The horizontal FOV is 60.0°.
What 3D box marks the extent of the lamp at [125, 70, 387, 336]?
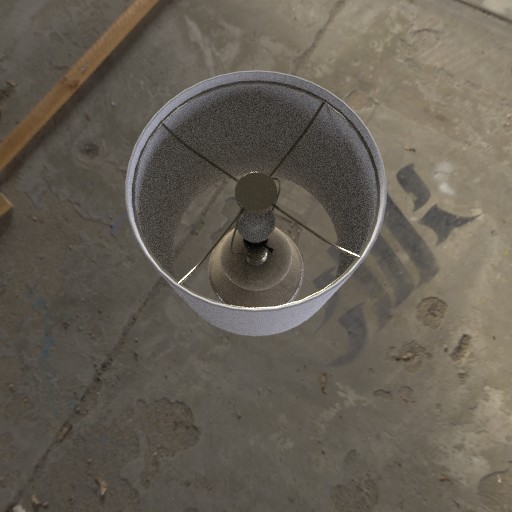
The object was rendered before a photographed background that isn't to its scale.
[{"bbox_3d":[0.000,0.000,0.577,0.211,0.455,0.211,-39,78,-10],"label":"lamp"}]
